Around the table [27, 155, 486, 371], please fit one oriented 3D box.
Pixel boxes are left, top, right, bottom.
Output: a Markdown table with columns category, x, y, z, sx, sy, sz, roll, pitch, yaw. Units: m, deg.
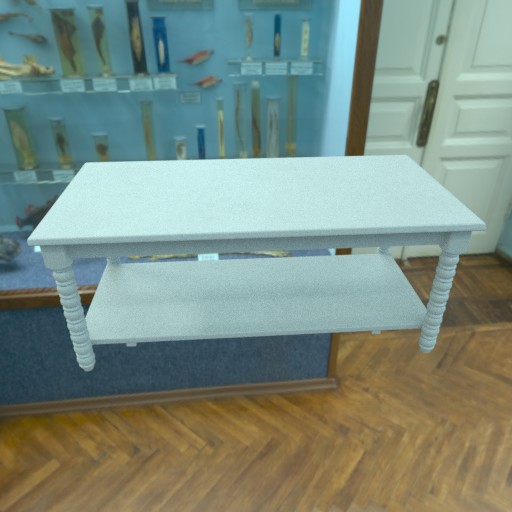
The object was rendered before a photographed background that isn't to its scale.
| category | x | y | z | sx | sy | sz | roll | pitch | yaw |
| --- | --- | --- | --- | --- | --- | --- | --- | --- | --- |
| table | 0.000 | 0.000 | 1.486 | 1.171 | 0.487 | 0.580 | -2 | 31 | -4 |
